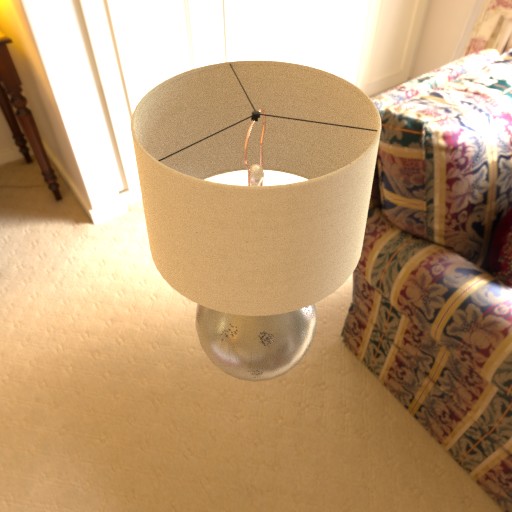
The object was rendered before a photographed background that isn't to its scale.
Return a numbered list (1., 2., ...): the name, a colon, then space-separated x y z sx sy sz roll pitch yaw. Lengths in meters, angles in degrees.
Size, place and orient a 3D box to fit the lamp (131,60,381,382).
1. lamp: 0.000 0.000 0.740 0.330 0.521 0.330 0 47 0
